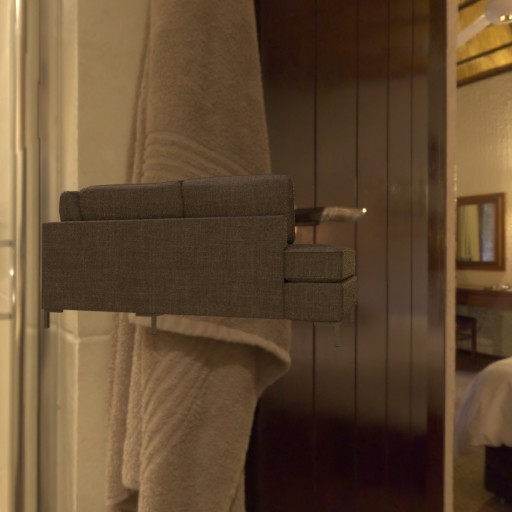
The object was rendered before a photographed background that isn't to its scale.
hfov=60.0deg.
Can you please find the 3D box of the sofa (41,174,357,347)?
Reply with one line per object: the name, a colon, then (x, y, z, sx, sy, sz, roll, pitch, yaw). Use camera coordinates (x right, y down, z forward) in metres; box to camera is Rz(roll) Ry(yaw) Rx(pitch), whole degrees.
sofa: (0.000, 0.000, 4.333, 2.048, 0.999, 3.423, 0, 0, 17)
